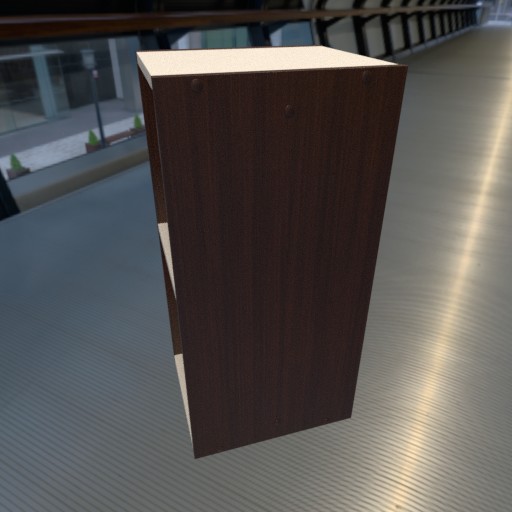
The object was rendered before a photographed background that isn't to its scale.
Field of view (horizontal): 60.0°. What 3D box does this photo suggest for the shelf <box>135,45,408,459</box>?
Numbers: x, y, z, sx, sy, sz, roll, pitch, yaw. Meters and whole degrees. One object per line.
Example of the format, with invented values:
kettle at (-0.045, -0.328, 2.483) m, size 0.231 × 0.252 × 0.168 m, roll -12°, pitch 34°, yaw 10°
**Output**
shelf at (0.000, 0.000, 0.728) m, size 0.290 × 0.600 × 0.253 m, roll -9°, pitch 32°, yaw -14°
